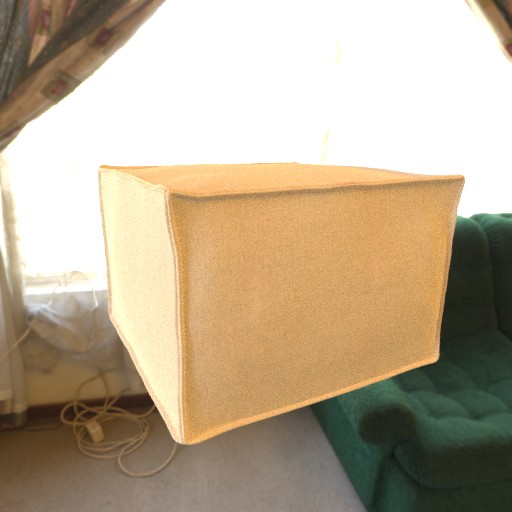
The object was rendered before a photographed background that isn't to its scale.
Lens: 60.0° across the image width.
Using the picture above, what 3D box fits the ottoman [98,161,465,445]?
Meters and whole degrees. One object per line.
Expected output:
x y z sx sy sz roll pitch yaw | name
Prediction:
0.000 0.000 1.147 0.696 0.470 0.707 -8 17 -27 | ottoman
